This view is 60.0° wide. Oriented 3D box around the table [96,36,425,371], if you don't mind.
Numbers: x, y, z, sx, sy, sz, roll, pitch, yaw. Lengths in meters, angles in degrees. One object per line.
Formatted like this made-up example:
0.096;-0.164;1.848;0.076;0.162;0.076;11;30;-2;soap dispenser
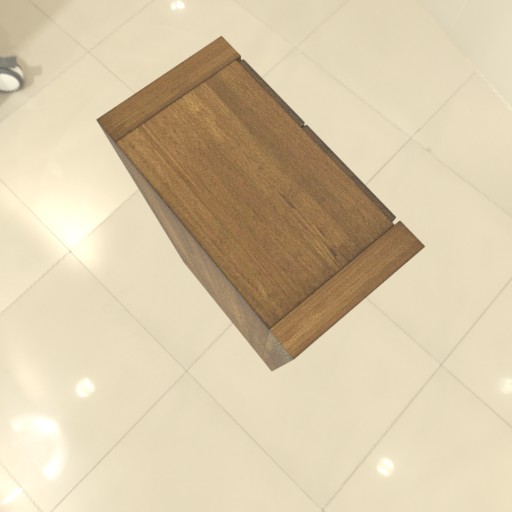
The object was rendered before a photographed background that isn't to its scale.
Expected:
0.000;0.000;2.508;0.600;2.000;1.100;-38;78;-10;table
